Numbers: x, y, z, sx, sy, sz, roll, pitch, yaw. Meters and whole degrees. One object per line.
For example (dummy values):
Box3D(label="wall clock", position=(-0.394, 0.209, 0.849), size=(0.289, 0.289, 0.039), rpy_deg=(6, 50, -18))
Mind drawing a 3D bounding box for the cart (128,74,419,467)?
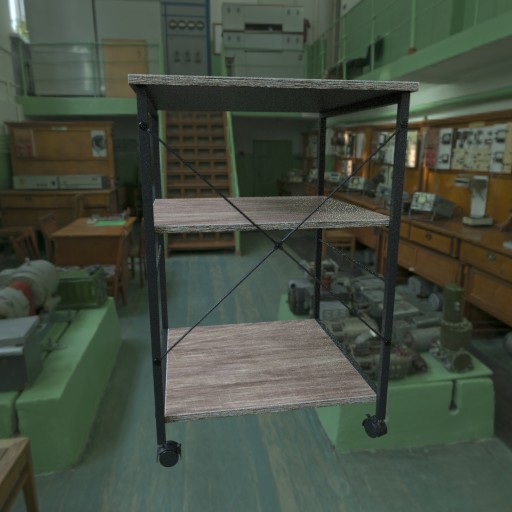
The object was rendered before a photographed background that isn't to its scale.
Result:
Box3D(label="cart", position=(0.000, 0.000, 1.112), size=(0.521, 0.762, 0.520), rpy_deg=(-2, 14, -10))
